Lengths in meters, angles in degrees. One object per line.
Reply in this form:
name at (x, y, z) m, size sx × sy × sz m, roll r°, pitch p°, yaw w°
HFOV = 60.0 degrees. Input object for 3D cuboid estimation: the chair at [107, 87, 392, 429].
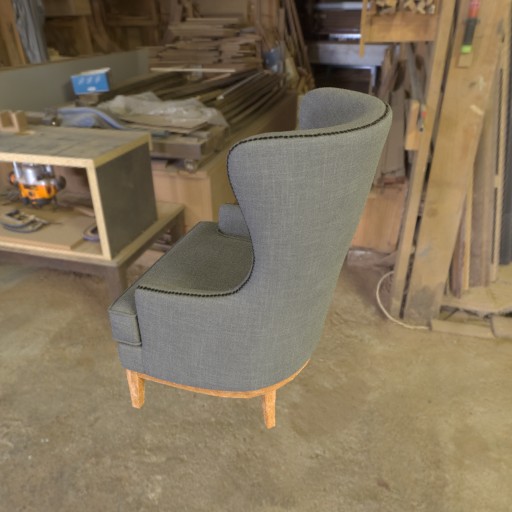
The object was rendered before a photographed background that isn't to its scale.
chair at (0.000, 0.000, 1.763) m, size 0.883 × 1.176 × 0.864 m, roll 10°, pitch 31°, yaw 16°
